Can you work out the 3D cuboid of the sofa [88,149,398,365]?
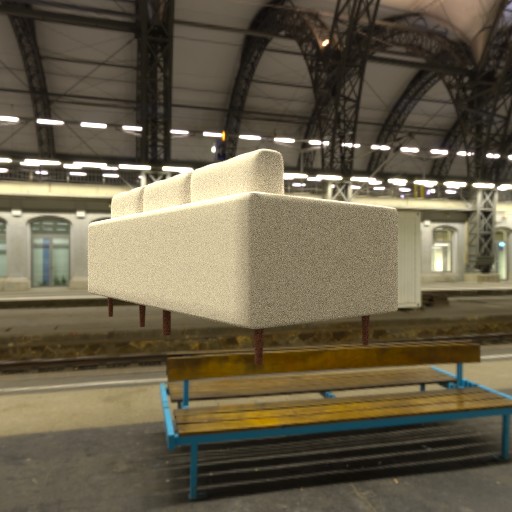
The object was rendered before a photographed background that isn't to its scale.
[{"bbox_3d":[0.000,0.000,2.903,1.580,0.899,2.029,0,0,-37],"label":"sofa"}]
